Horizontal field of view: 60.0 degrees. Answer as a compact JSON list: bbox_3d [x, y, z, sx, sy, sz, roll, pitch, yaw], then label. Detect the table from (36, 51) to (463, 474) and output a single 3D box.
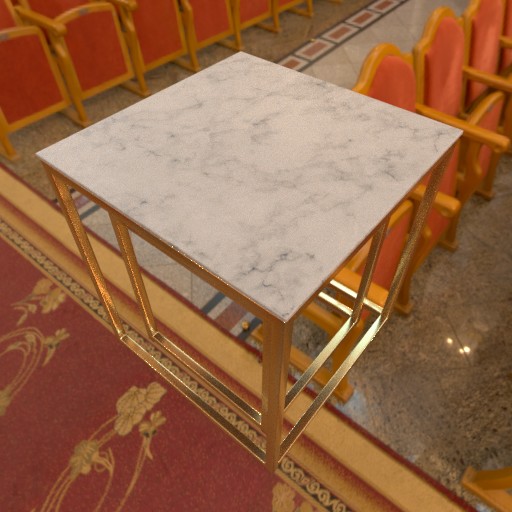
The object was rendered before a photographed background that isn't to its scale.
[{"bbox_3d":[0.000,0.000,0.839,0.450,0.500,0.450,31,55,26],"label":"table"}]
